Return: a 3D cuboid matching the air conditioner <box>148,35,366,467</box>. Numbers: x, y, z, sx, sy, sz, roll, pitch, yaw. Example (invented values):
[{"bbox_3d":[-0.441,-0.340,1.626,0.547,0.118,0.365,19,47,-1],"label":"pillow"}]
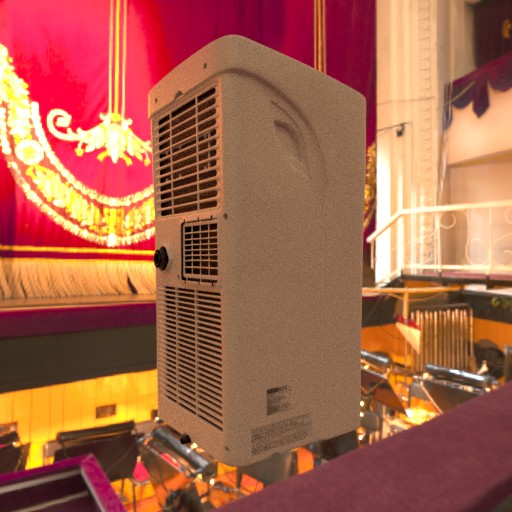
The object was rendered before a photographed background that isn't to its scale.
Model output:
[{"bbox_3d":[0.000,0.000,0.926,0.369,0.716,0.352,0,0,-36],"label":"air conditioner"}]
